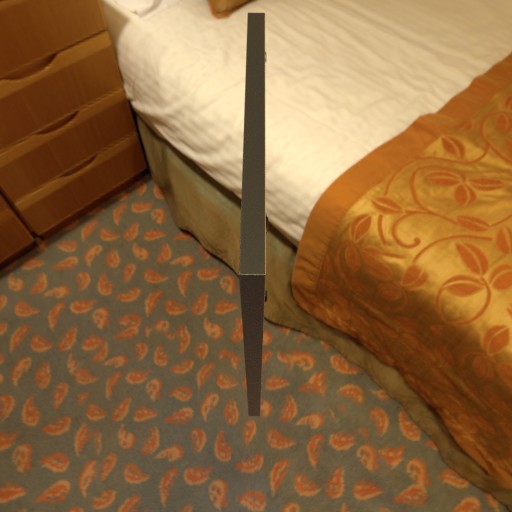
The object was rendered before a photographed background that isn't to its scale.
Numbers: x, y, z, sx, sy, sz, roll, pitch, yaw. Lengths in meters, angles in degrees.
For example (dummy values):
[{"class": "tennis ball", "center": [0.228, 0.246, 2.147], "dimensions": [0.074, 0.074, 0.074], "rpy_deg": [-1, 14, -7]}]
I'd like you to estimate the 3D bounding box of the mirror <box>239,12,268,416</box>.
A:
[{"class": "mirror", "center": [0.000, 0.000, 1.140], "dimensions": [0.040, 0.915, 0.609], "rpy_deg": [0, 59, 0]}]
